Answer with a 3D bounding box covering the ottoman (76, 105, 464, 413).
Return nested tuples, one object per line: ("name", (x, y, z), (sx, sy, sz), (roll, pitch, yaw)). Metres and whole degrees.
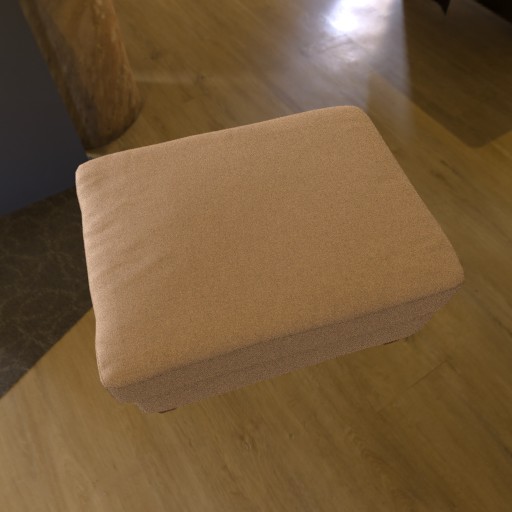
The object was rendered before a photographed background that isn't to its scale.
("ottoman", (0.000, 0.000, 1.334), (0.902, 0.511, 0.692), (-15, 59, -9))
